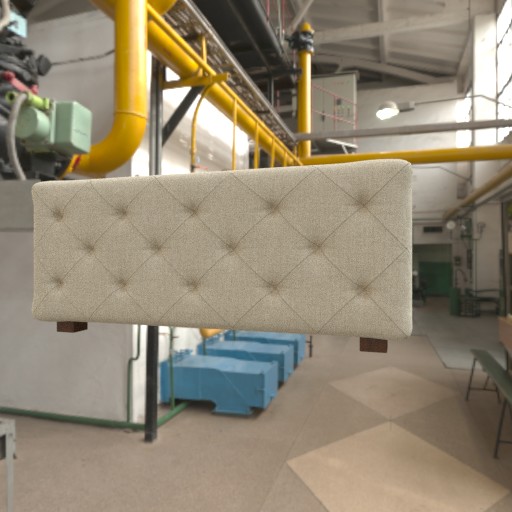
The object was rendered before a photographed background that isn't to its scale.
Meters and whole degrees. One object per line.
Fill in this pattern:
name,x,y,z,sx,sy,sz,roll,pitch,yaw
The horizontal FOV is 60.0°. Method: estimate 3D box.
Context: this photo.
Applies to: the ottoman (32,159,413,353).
ottoman,0.000,0.000,1.582,1.028,0.439,1.028,0,0,18
